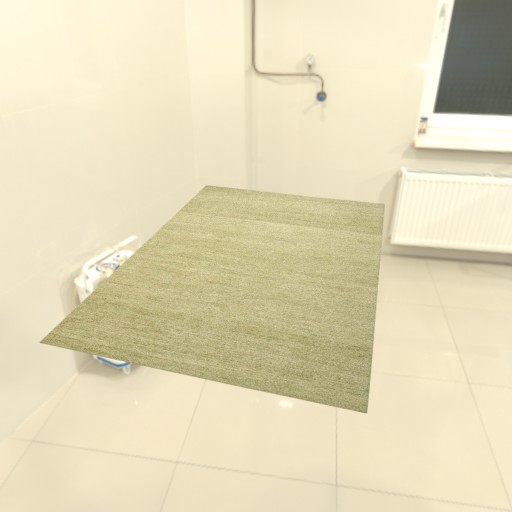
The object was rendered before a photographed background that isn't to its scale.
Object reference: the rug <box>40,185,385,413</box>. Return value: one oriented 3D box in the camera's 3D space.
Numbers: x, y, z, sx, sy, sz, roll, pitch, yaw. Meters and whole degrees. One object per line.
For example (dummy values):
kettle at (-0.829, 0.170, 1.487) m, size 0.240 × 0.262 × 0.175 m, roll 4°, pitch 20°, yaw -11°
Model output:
rug at (0.000, 0.000, 2.970) m, size 1.606 × 0.017 × 2.270 m, roll 8°, pitch 31°, yaw 14°
